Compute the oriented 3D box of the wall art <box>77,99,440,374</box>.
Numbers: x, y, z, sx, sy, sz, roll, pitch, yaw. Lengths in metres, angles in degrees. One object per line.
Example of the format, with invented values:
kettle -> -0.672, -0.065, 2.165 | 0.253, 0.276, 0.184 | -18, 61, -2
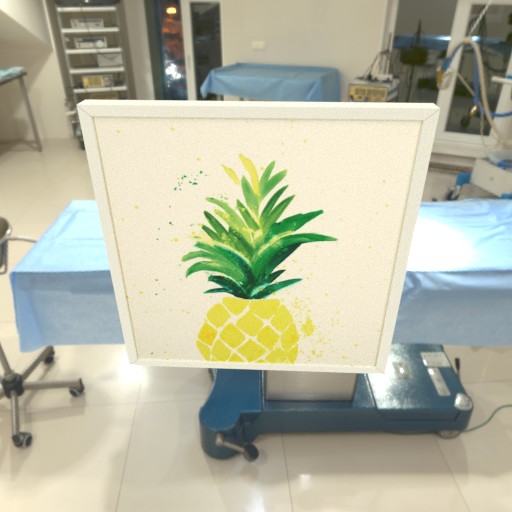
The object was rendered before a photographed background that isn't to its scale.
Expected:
wall art -> 0.000, 0.000, 0.461 | 0.307, 0.307, 0.020 | 1, 31, 2
